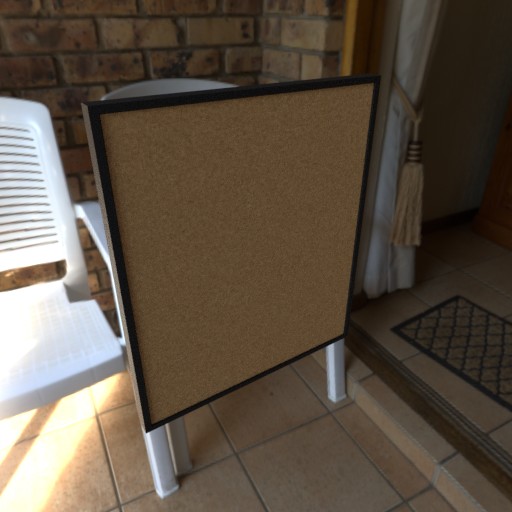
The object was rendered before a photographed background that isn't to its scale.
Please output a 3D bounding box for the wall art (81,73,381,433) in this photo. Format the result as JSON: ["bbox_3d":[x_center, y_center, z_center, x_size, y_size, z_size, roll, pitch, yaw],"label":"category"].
[{"bbox_3d":[0.000,0.000,0.528,0.330,0.381,0.019,-18,34,-29],"label":"wall art"}]
